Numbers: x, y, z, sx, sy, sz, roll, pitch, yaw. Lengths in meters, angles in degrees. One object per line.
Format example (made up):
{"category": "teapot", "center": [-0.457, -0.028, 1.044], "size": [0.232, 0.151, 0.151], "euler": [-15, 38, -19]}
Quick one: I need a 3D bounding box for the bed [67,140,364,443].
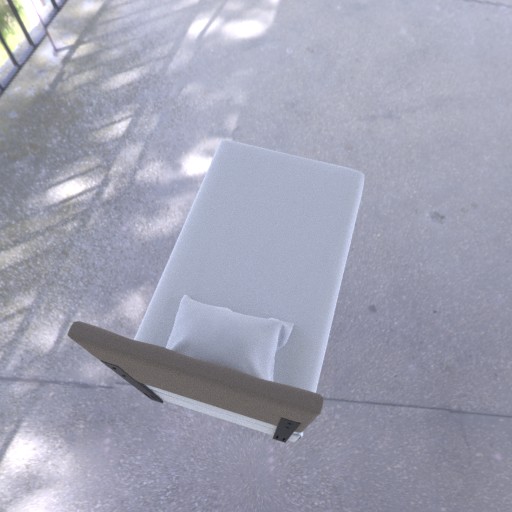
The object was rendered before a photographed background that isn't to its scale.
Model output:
{"category": "bed", "center": [0.000, 0.000, 2.958], "size": [1.261, 1.571, 1.997], "euler": [15, 64, 7]}
